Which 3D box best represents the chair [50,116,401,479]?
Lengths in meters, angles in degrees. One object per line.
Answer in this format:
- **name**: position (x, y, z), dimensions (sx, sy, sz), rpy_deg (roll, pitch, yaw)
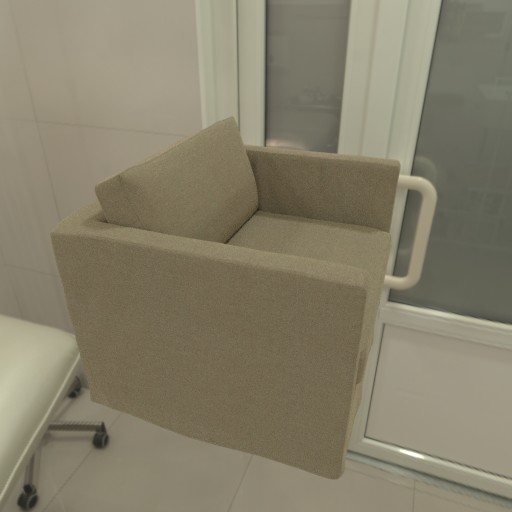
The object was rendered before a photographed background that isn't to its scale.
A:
- **chair**: position (0.000, 0.000, 1.691), dimensions (0.949, 0.863, 1.057), rpy_deg (10, 31, 17)
